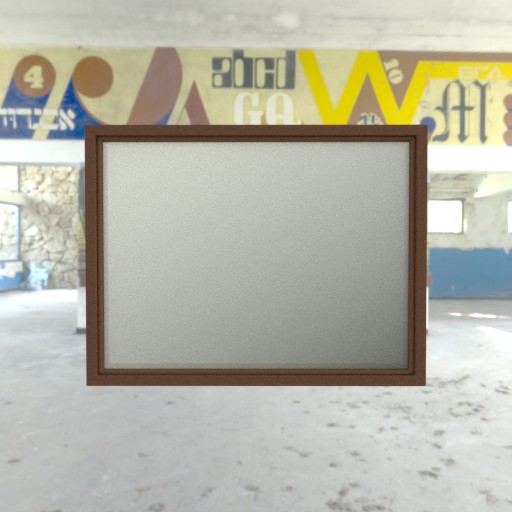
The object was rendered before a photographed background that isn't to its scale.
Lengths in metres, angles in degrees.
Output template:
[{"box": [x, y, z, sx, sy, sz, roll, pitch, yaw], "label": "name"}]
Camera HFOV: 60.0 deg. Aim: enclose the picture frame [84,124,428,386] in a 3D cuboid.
[{"box": [0.000, 0.000, 1.746, 1.329, 1.018, 0.045, 0, 1, 0], "label": "picture frame"}]
